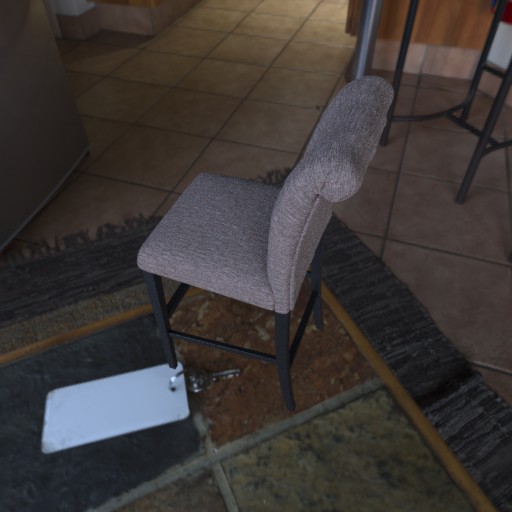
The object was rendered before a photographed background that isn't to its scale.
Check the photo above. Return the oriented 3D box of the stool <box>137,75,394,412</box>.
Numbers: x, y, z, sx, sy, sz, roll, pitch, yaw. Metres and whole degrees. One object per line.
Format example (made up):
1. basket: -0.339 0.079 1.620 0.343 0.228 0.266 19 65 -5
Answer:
1. stool: 0.000 0.000 1.460 0.613 1.131 0.452 16 49 14
